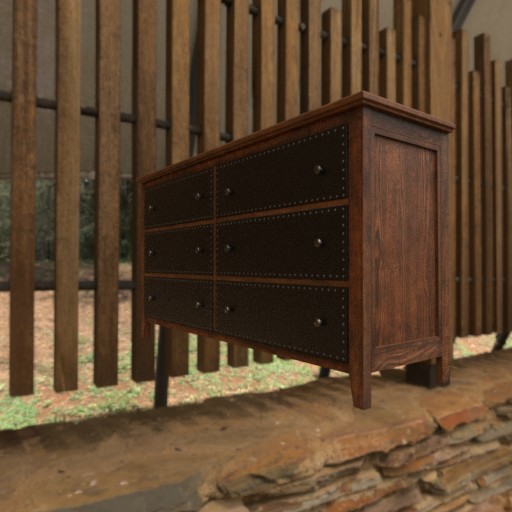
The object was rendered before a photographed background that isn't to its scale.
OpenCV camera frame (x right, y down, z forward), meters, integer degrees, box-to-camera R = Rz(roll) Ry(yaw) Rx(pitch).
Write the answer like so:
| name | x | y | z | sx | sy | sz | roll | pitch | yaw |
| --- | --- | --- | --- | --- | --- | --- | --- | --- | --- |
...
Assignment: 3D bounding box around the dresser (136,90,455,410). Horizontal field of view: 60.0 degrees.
| name | x | y | z | sx | sy | sz | roll | pitch | yaw |
| --- | --- | --- | --- | --- | --- | --- | --- | --- | --- |
| dresser | 0.000 | 0.000 | 1.921 | 0.463 | 0.856 | 1.551 | 1 | -1 | -37 |
